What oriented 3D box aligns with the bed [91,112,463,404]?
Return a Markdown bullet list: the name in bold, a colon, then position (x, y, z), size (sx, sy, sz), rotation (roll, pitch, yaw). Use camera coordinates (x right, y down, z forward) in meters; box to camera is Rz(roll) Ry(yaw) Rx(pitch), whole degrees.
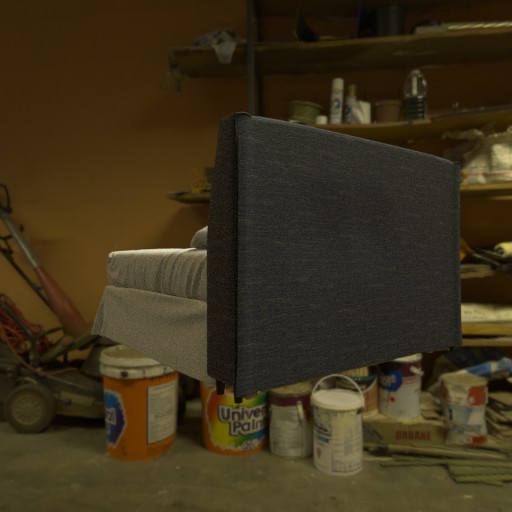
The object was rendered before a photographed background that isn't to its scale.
- **bed**: position (0.000, 0.000, 3.421), size (1.925, 1.332, 2.276), rotation (0, 0, -37)
